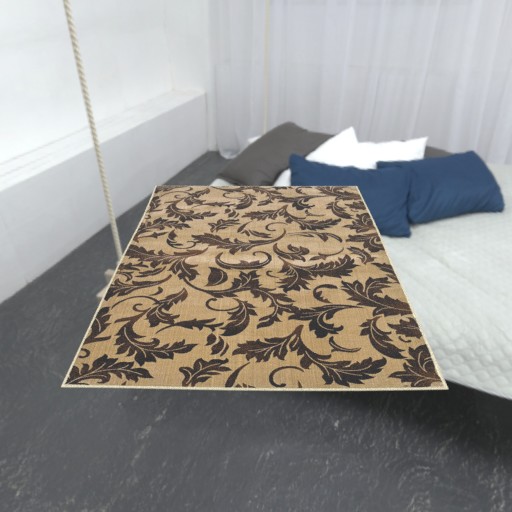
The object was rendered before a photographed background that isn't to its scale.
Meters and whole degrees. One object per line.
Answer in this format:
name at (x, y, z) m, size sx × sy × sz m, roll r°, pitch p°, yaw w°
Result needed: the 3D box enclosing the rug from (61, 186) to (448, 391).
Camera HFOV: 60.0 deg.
rug at (0.000, 0.000, 3.937) m, size 2.380 × 0.008 × 2.977 m, roll 0°, pitch 33°, yaw 0°
